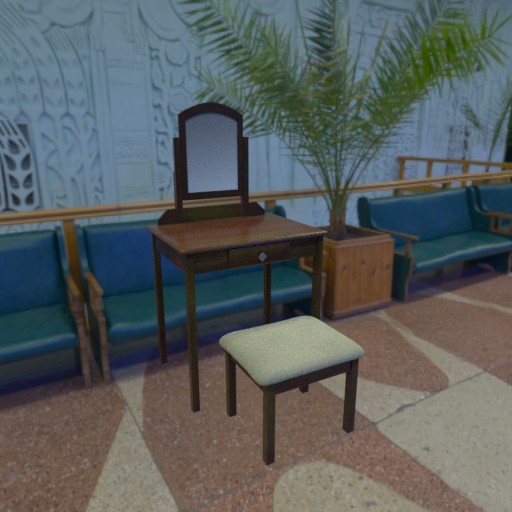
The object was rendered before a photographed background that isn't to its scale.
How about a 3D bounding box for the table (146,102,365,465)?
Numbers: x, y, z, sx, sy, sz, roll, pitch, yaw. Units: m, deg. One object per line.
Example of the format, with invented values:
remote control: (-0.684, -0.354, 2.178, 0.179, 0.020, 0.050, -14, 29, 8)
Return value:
table: (0.000, 0.000, 2.405, 0.876, 1.631, 1.211, -8, 18, -27)
